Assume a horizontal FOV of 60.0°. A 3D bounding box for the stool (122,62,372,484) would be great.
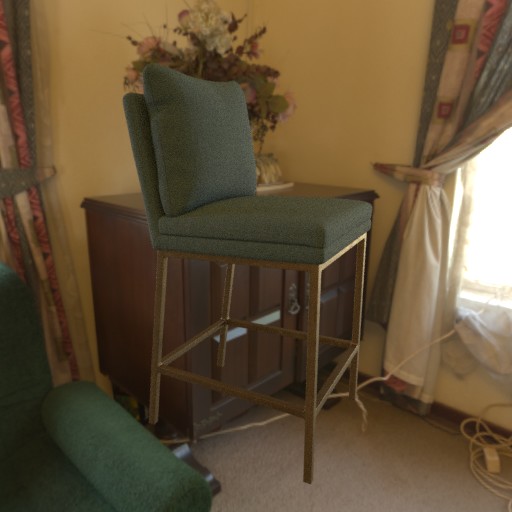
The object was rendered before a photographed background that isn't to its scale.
[{"bbox_3d":[0.000,0.000,1.305,0.568,1.032,0.463,7,16,26],"label":"stool"}]
